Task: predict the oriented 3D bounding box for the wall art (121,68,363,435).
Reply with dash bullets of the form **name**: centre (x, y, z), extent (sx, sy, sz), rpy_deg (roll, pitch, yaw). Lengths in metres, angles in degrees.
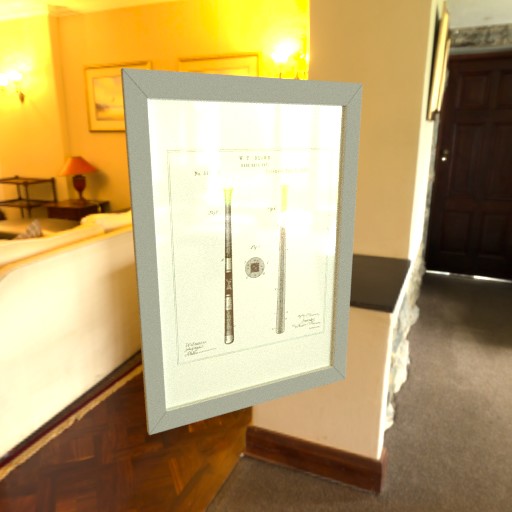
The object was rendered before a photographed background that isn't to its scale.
- **wall art**: centre (0.000, 0.000, 0.701), extent (0.374, 0.529, 0.012), rpy_deg (-7, 17, -25)
